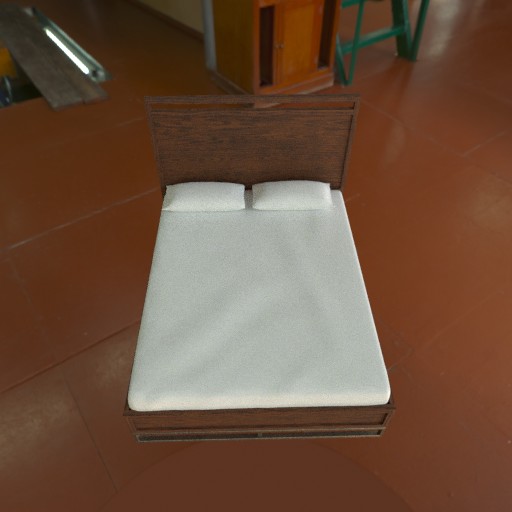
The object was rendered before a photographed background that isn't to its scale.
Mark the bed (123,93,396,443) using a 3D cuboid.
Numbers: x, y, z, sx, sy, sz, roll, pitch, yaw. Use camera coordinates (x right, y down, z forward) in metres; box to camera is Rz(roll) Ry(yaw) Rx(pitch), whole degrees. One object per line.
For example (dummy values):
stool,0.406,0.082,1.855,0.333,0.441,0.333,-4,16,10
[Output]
bed,0.000,0.000,3.394,1.765,1.487,2.218,-1,47,-1
